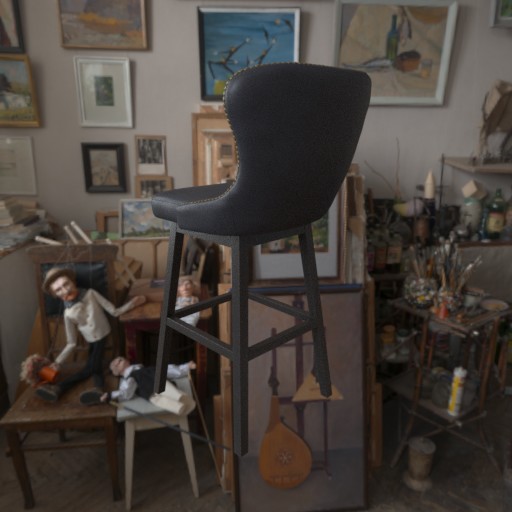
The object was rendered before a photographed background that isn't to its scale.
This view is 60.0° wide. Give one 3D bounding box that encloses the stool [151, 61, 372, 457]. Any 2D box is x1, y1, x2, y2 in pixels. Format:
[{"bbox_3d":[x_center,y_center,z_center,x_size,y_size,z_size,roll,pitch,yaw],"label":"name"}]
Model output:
[{"bbox_3d":[0.000,0.000,1.384,0.528,1.050,0.601,-16,23,-42],"label":"stool"}]
